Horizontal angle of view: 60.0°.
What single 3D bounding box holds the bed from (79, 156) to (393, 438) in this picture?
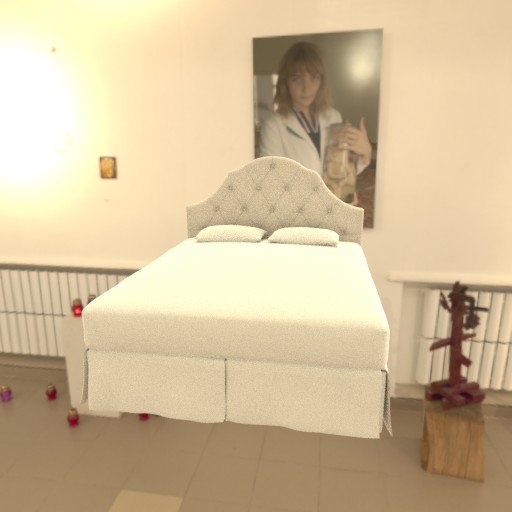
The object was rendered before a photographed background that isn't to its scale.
[{"bbox_3d":[0.000,0.000,3.773,2.039,1.617,2.477,2,14,9],"label":"bed"}]
